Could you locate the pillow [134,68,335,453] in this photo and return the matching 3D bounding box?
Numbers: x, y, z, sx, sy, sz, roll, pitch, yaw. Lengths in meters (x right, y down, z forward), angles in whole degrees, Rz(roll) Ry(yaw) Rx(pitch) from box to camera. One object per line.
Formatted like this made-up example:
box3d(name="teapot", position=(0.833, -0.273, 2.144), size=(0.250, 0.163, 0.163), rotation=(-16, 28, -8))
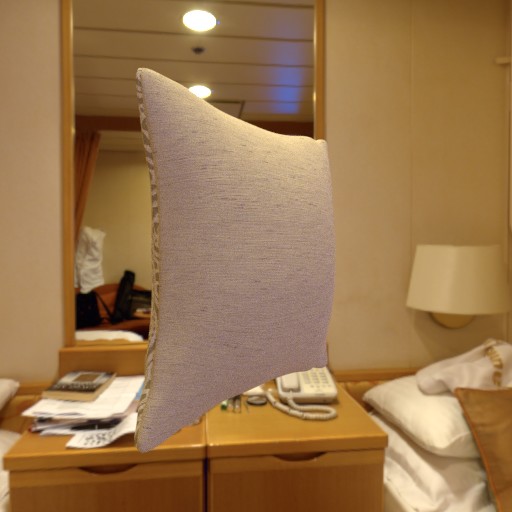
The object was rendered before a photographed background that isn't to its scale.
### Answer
box3d(name="pillow", position=(0.000, 0.000, 0.650), size=(0.167, 0.421, 0.438), rotation=(1, 1, 36))
